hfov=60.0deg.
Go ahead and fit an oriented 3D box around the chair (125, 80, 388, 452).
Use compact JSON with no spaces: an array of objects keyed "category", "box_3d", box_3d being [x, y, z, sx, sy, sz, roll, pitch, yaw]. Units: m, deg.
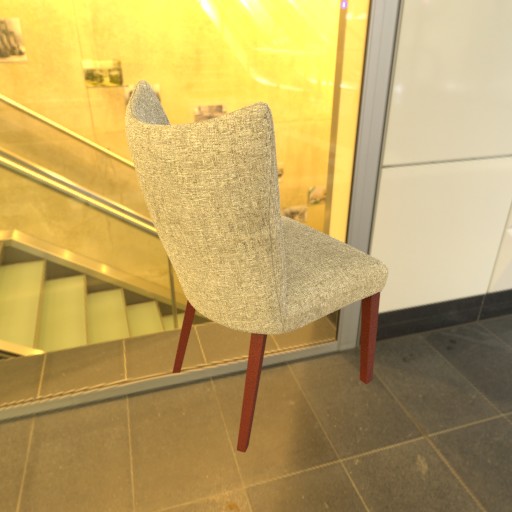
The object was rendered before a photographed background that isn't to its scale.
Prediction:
[{"category":"chair","box_3d":[0.000,0.000,1.266,0.623,0.924,0.535,-19,32,-32]}]
